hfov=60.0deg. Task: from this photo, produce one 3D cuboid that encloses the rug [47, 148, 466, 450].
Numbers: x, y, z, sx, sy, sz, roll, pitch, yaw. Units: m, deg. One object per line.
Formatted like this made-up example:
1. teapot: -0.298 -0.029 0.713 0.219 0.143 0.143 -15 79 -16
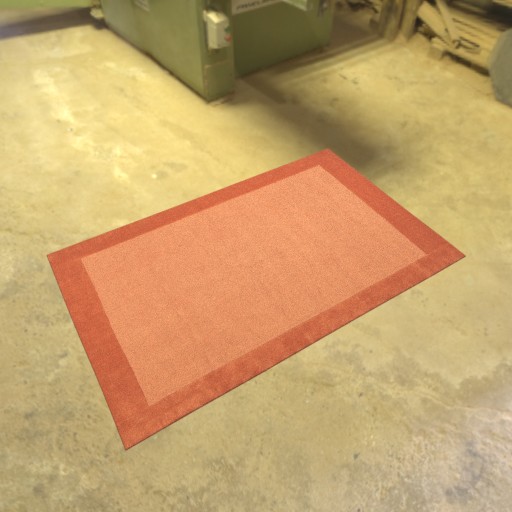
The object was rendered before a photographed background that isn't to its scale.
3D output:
1. rug: 0.000 0.000 3.030 2.438 0.014 1.524 -24 52 -21
